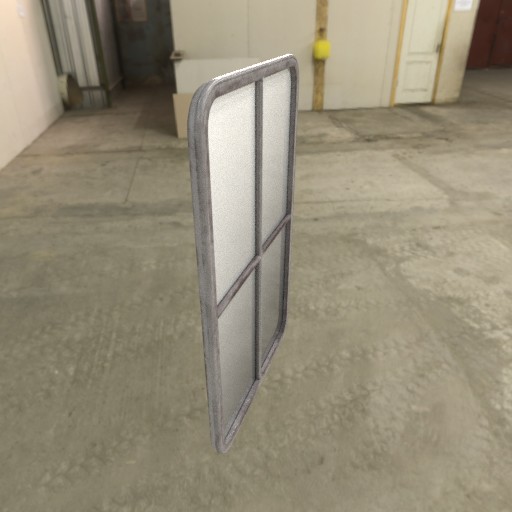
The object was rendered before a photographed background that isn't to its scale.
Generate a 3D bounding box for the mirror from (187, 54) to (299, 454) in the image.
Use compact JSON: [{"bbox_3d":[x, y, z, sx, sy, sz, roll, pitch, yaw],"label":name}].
[{"bbox_3d":[0.000,0.000,0.890,0.024,0.713,0.461,10,31,18],"label":"mirror"}]
